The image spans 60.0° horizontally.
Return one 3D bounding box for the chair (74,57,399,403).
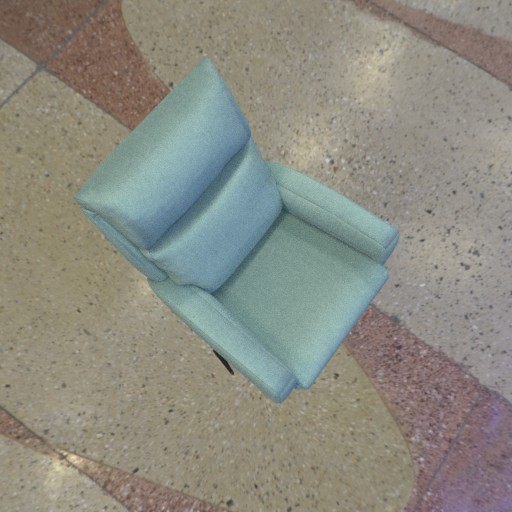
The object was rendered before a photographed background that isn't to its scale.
[{"bbox_3d":[0.000,0.000,1.701,0.940,1.013,0.812,37,78,9],"label":"chair"}]
